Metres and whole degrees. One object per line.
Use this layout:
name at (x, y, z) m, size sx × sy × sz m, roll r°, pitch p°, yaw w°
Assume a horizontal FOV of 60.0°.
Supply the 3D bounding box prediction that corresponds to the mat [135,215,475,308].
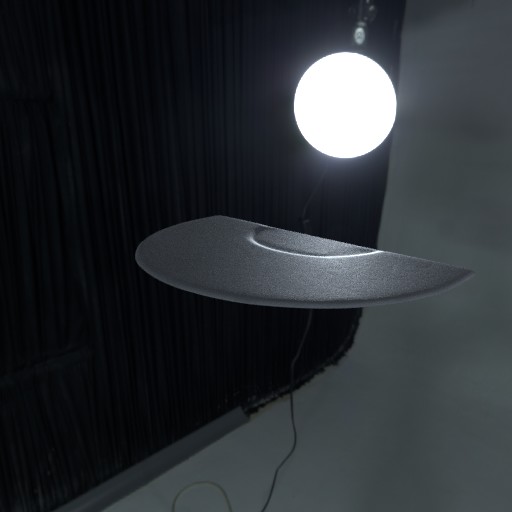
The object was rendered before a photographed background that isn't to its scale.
mat at (0.000, 0.000, 1.913) m, size 1.525 × 0.016 × 0.917 m, roll 16°, pitch 23°, yaw 42°
